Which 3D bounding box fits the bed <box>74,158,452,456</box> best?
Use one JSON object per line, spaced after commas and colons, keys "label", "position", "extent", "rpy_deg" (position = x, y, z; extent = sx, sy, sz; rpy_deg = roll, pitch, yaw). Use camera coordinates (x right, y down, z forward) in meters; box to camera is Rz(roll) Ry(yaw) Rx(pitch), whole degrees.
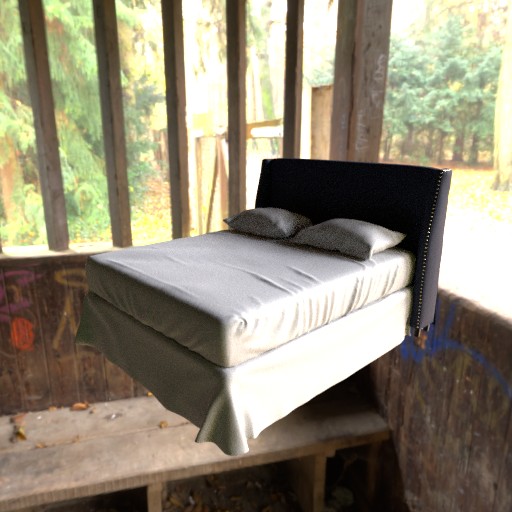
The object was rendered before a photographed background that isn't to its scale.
{"label": "bed", "position": [0.000, 0.000, 3.387], "extent": [2.276, 1.332, 1.925], "rpy_deg": [-14, 21, -42]}
